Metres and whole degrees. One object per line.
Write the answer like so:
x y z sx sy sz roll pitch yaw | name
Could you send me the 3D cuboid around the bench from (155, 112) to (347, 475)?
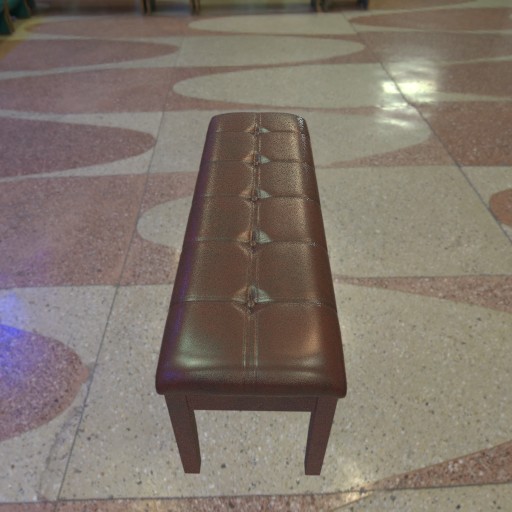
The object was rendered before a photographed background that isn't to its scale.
0.000 0.000 1.491 0.401 0.491 1.259 1 42 1 | bench
